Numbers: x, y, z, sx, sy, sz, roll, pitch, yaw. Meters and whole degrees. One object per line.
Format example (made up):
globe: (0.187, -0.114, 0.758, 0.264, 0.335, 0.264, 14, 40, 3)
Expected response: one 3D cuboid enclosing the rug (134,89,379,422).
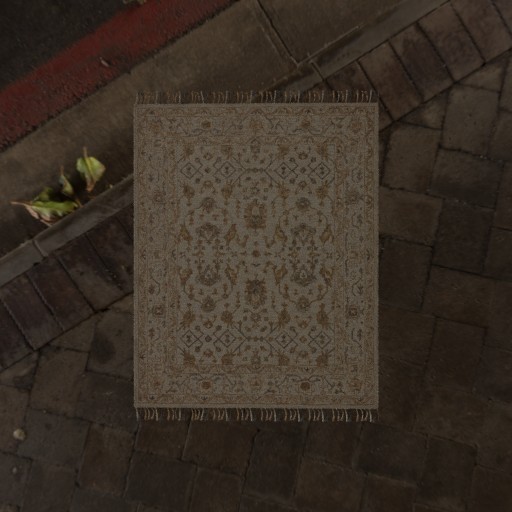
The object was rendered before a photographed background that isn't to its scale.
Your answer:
rug: (0.000, 0.000, 2.313, 1.278, 0.009, 1.726, 0, 90, 1)
